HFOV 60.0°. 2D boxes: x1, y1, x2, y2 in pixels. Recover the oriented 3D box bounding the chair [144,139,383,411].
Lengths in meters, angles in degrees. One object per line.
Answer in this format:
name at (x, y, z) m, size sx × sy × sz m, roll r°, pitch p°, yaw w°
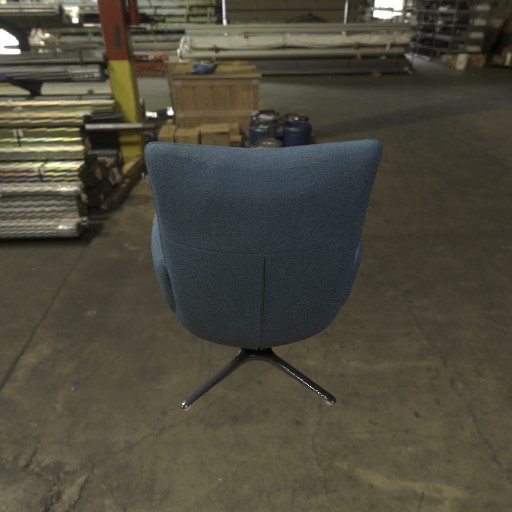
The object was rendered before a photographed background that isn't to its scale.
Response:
chair at (0.000, 0.000, 1.560) m, size 0.711 × 1.016 × 0.889 m, roll -1°, pitch 30°, yaw -2°
